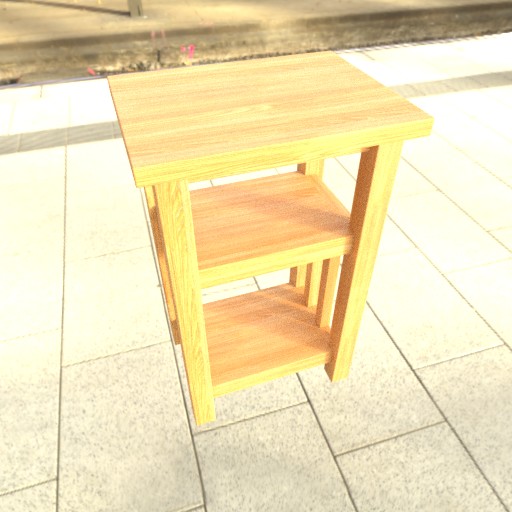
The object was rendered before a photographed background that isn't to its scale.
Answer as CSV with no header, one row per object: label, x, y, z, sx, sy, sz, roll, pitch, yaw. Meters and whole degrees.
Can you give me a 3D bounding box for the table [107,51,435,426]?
table,0.000,0.000,0.751,0.350,0.550,0.270,-13,43,-14
